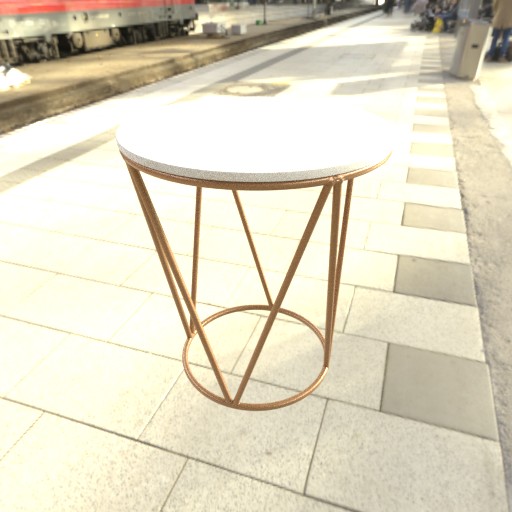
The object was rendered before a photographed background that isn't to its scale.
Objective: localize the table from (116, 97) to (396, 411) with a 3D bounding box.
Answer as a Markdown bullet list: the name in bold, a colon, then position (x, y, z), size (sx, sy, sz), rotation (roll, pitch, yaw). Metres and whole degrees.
- **table**: position (0.000, 0.000, 0.962), size (0.500, 0.564, 0.500), rotation (0, 31, 0)
